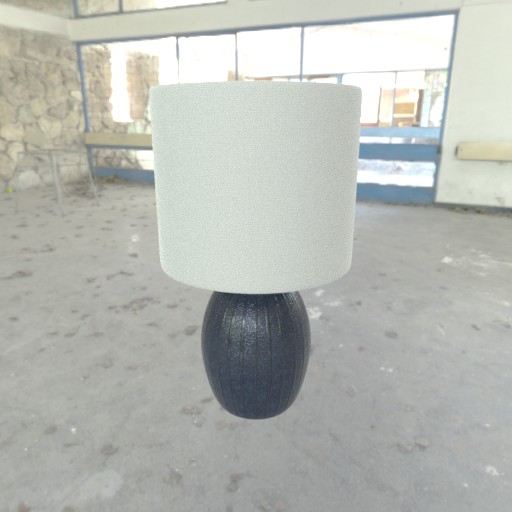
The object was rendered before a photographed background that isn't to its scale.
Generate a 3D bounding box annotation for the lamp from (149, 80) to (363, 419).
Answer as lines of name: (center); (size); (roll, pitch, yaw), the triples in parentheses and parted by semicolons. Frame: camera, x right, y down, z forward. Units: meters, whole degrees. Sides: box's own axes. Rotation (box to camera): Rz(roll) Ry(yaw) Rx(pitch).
lamp: (0.000, 0.000, 0.778); (0.329, 0.570, 0.329); (8, 19, 24)
